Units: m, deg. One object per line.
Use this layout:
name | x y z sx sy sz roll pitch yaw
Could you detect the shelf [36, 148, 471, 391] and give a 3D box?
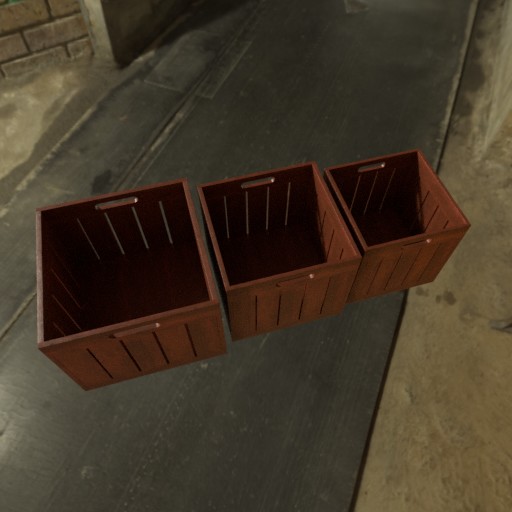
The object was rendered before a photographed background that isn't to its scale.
shelf | 0.000 0.000 1.244 1.064 0.311 0.393 -13 58 -8
